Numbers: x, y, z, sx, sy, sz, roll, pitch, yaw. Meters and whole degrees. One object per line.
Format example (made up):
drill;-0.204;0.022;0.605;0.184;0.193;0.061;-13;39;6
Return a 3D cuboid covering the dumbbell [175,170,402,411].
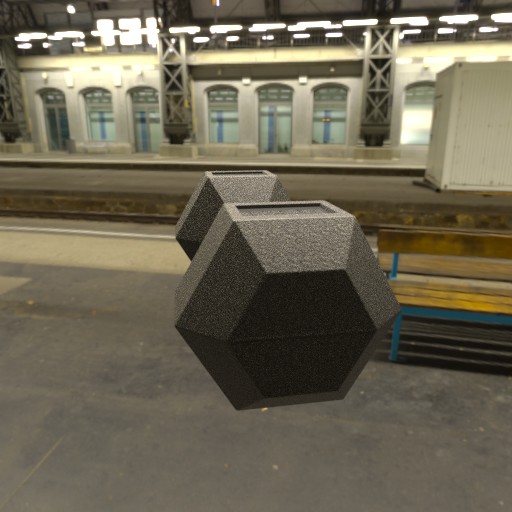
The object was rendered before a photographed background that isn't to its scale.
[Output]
dumbbell;0.000;0.000;0.340;0.122;0.106;0.271;-3;17;-9
